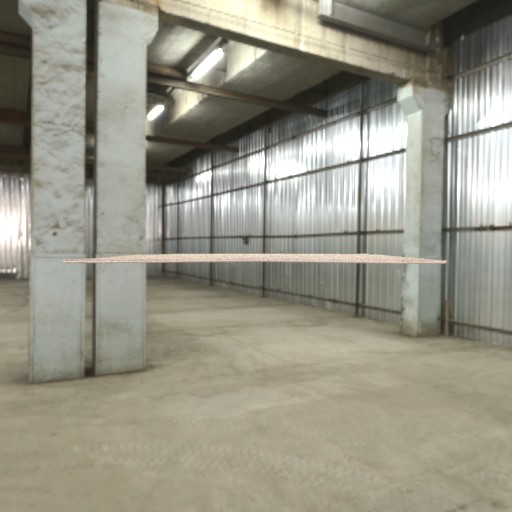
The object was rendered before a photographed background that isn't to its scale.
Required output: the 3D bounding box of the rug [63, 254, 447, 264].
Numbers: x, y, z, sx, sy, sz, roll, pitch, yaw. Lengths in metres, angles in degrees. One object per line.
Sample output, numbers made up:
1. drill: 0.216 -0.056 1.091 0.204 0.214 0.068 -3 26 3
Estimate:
1. rug: 0.000 0.000 2.219 1.154 0.021 1.792 0 1 0
